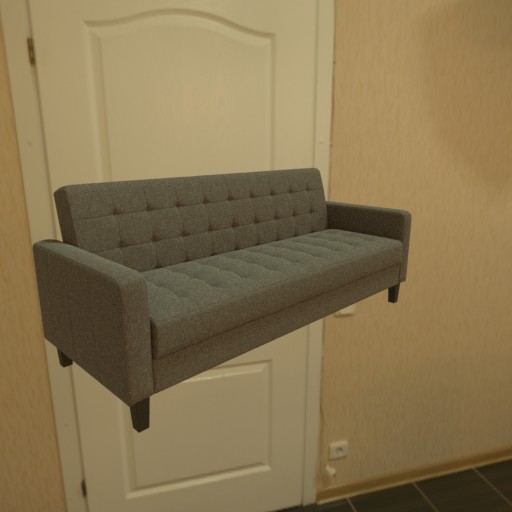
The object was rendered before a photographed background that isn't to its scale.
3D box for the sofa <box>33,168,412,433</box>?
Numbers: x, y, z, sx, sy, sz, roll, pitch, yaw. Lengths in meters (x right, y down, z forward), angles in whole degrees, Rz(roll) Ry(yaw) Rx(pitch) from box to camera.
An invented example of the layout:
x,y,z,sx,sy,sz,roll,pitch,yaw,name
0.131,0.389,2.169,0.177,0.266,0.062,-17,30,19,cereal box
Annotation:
x,y,z,sx,sy,sz,roll,pitch,yaw,name
0.000,0.000,2.417,2.040,0.850,0.810,-14,20,-43,sofa
